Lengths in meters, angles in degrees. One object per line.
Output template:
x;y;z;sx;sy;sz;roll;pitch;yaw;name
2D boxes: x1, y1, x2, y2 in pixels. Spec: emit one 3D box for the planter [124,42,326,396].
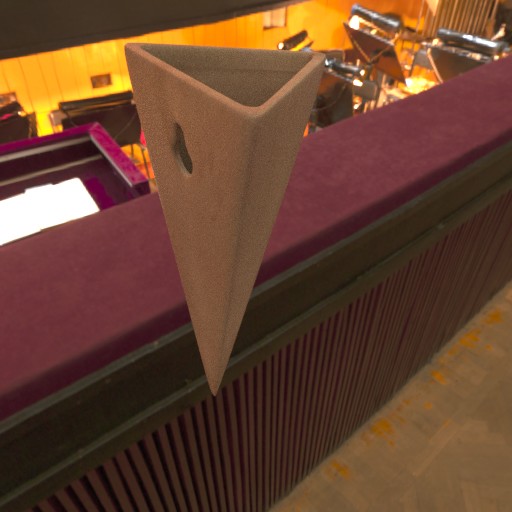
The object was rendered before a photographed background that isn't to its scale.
0.000;0.000;0.261;0.081;0.224;0.101;-25;47;-27;planter
